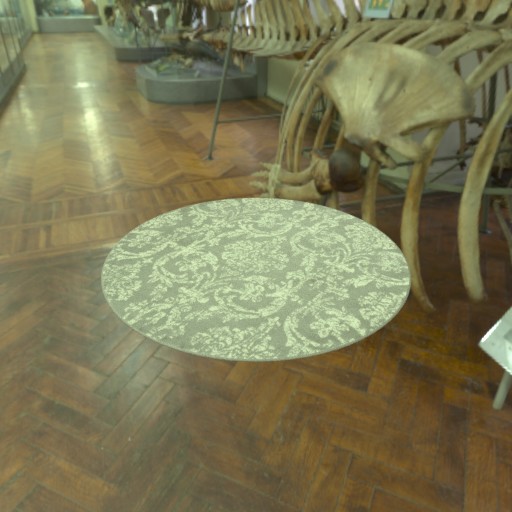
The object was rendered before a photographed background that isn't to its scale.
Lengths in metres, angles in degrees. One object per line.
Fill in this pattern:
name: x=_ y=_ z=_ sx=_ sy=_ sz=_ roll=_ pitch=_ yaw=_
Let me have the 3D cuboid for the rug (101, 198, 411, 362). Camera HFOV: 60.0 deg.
rug: x=0.000 y=0.000 z=2.378 sx=1.593 sy=0.012 sz=1.593 roll=0 pitch=30 yaw=0
